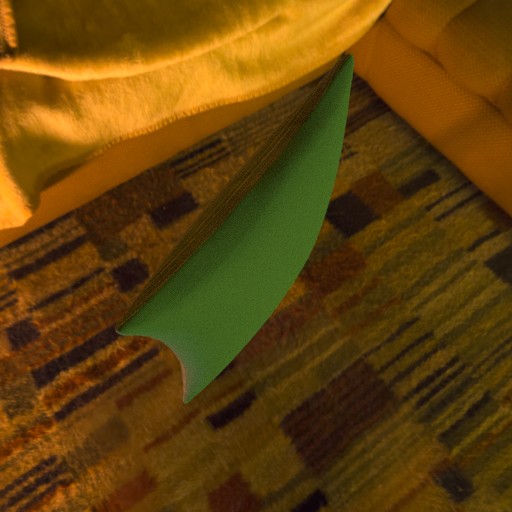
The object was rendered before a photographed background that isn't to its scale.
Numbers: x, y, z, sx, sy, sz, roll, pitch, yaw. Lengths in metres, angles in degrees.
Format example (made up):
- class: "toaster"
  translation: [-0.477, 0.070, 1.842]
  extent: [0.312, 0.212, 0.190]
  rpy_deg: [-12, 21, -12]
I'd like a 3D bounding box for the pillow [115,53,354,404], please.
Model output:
- class: "pillow"
  translation: [0.000, 0.000, 0.777]
  extent: [0.150, 0.497, 0.514]
  rpy_deg: [31, 67, 15]
